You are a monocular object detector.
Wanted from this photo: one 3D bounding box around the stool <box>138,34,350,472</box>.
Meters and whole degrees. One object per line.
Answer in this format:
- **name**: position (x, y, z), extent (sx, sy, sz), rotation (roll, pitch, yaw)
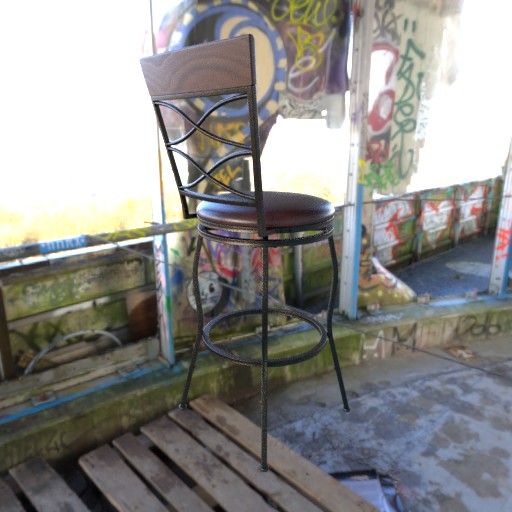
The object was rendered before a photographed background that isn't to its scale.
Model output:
- **stool**: position (0.000, 0.000, 1.374), extent (0.513, 1.130, 0.448), rotation (-14, 21, -42)
